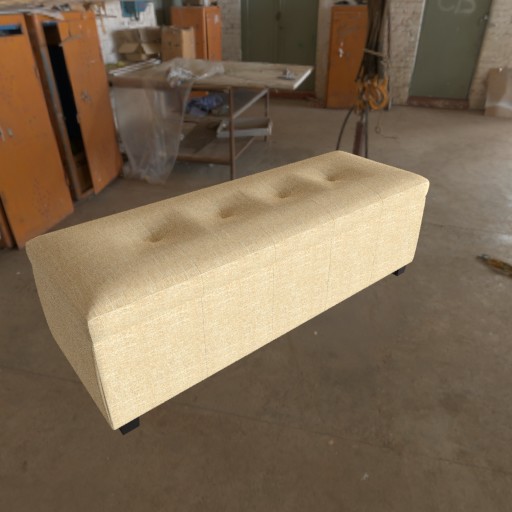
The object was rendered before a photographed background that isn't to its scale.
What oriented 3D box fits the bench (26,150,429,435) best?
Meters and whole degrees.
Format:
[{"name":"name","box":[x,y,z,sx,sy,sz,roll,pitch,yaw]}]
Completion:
[{"name":"bench","box":[0.000,0.000,1.425,1.219,0.406,0.432,-23,37,-33]}]
